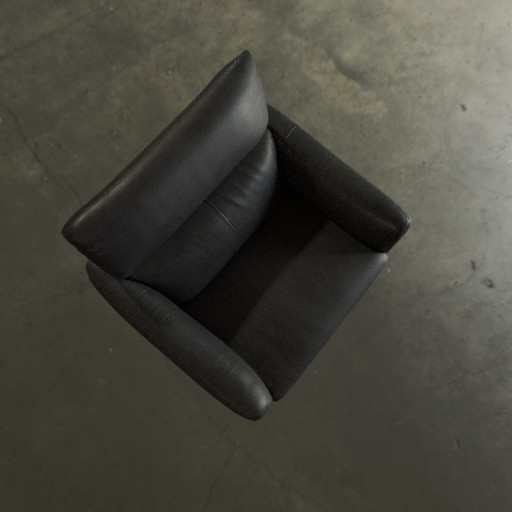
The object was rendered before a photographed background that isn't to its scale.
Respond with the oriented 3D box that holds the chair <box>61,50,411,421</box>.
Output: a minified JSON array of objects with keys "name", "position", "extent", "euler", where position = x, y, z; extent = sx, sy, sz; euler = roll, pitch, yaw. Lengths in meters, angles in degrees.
[{"name":"chair","position":[0.000,0.000,1.671],"extent":[0.809,0.949,0.976],"euler":[38,77,11]}]
